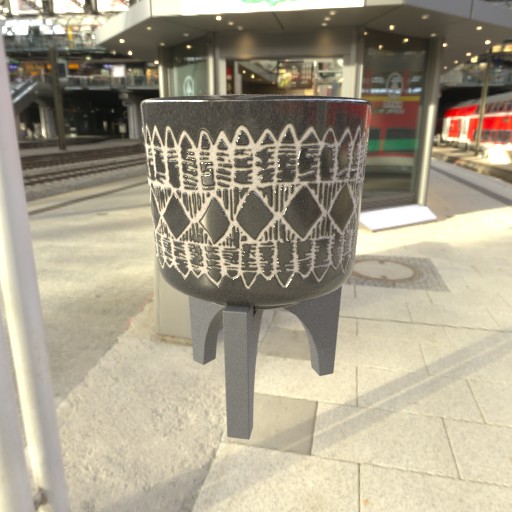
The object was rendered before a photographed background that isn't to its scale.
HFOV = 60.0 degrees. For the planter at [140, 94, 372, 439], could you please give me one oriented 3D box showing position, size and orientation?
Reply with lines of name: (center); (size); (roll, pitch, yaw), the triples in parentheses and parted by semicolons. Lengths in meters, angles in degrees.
planter: (0.000, 0.000, 0.540); (0.251, 0.355, 0.251); (3, 17, 10)
